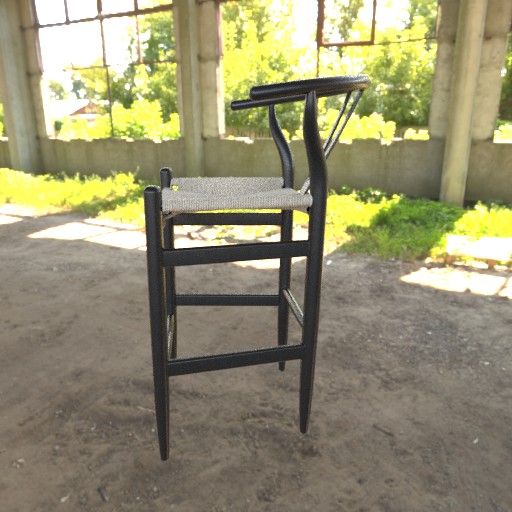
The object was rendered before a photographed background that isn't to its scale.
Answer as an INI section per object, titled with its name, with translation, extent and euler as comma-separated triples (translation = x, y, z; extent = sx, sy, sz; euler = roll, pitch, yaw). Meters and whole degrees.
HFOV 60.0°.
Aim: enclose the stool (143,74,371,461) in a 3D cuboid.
[stool]
translation = 0.000, 0.000, 1.295
extent = 0.579, 0.970, 0.569
euler = -2, 16, -7
